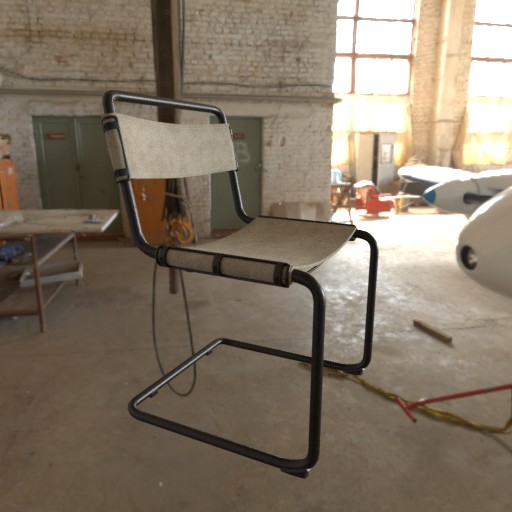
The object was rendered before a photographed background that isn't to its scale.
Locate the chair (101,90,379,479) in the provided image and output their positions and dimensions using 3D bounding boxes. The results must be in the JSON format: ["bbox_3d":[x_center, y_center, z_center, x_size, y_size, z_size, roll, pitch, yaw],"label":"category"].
[{"bbox_3d":[0.000,0.000,1.076,0.497,0.747,0.499,7,15,26],"label":"chair"}]
